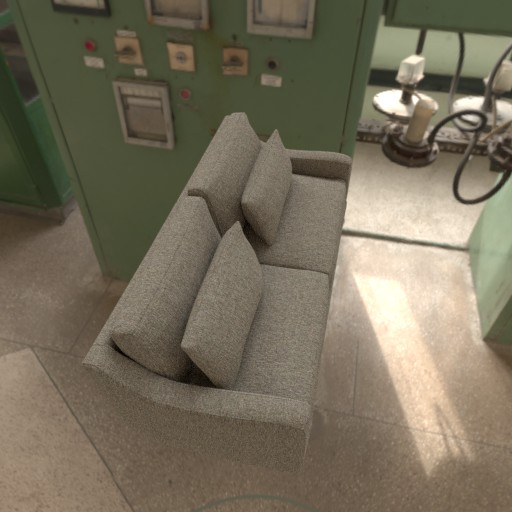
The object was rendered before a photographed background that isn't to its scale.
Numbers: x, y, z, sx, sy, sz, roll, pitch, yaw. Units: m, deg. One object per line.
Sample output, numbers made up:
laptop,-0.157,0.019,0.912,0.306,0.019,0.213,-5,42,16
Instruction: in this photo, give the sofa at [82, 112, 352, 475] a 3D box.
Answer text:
sofa,0.000,0.000,3.013,1.103,0.998,2.418,10,47,9
